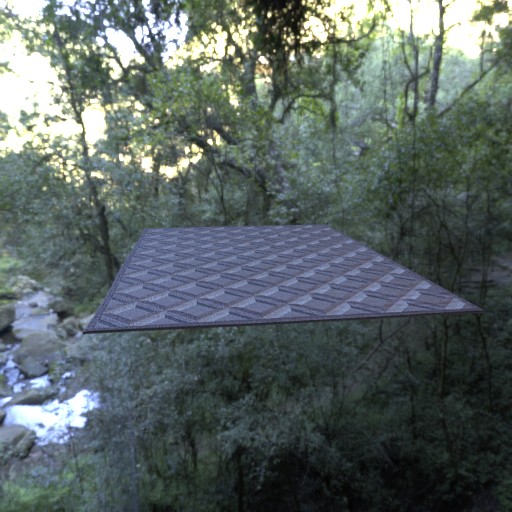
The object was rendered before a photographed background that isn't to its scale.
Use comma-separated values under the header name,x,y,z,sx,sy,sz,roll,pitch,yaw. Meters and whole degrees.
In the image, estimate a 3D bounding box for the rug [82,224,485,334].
name,x,y,z,sx,sy,sz,roll,pitch,yaw
rug,0.000,0.000,2.806,1.600,0.013,2.260,-2,13,-8
